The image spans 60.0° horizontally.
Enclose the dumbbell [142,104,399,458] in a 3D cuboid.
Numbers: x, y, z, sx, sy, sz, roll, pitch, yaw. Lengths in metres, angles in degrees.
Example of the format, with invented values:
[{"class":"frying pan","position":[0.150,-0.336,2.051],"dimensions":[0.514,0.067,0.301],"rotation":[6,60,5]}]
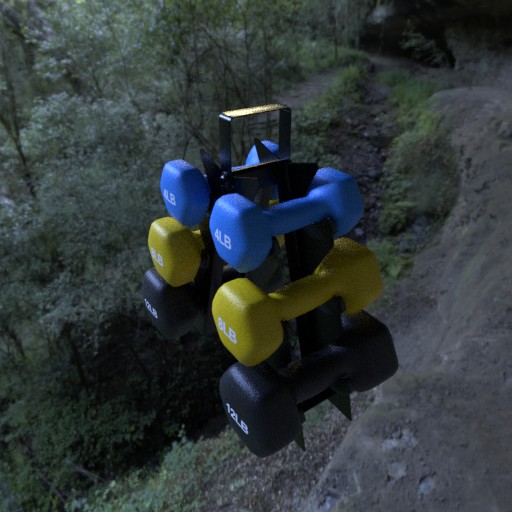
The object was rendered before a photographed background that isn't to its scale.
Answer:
[{"class":"dumbbell","position":[0.000,0.000,0.662],"dimensions":[0.255,0.426,0.409],"rotation":[-20,37,-29]}]
